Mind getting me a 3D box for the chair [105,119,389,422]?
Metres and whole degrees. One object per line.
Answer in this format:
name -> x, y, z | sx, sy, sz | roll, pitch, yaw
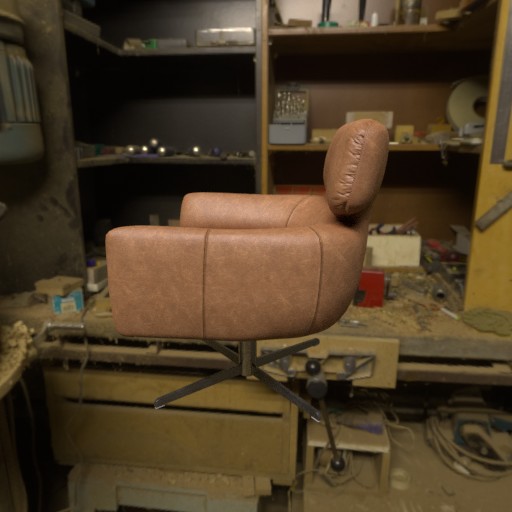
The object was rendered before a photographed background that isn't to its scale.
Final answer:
chair -> 0.000, 0.000, 1.377 | 0.715, 0.812, 0.706 | 2, 16, 7
